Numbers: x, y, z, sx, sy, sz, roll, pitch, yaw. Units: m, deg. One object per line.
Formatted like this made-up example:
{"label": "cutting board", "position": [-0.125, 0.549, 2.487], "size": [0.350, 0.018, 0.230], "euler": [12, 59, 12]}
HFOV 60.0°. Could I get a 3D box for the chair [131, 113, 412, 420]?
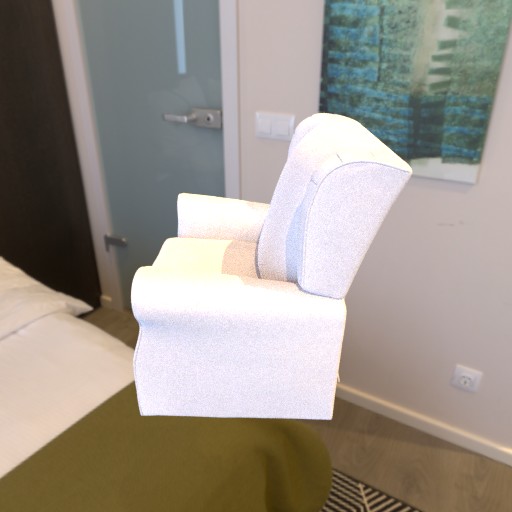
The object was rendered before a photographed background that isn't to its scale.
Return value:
{"label": "chair", "position": [0.000, 0.000, 1.720], "size": [0.854, 0.967, 0.906], "euler": [0, 26, 1]}
